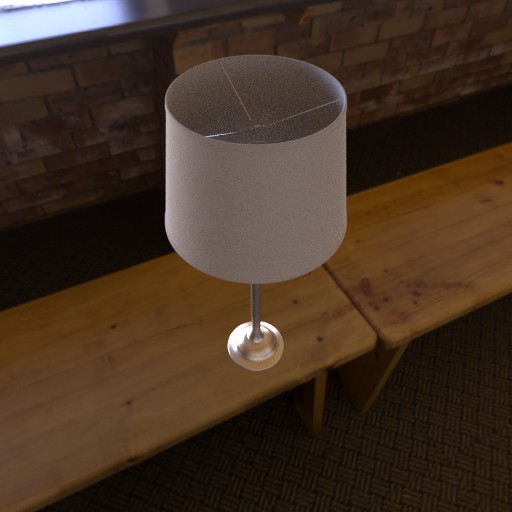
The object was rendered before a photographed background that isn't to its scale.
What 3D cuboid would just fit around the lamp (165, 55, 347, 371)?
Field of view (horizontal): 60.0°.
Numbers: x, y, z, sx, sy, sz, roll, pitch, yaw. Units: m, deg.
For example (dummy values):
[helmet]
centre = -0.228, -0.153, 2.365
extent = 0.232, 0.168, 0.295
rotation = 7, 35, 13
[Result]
[lamp]
centre = 0.000, 0.000, 0.900
extent = 0.331, 0.698, 0.331
rotation = 0, 48, 0
